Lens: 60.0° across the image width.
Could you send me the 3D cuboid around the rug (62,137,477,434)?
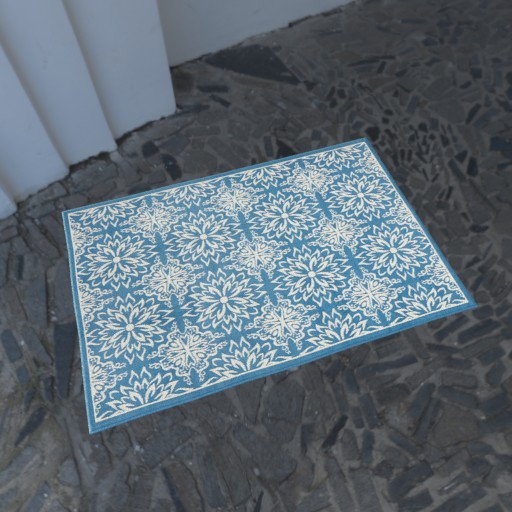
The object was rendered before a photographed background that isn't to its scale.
[{"bbox_3d":[0.000,0.000,3.431,2.769,0.018,1.830,-16,59,-10],"label":"rug"}]
